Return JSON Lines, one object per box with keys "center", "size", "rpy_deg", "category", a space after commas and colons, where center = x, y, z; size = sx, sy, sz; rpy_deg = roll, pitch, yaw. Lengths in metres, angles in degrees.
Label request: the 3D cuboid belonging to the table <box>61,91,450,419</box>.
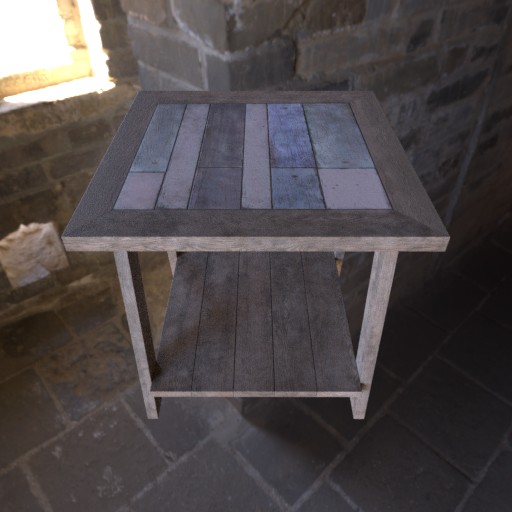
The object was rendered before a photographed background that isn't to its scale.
{"center": [0.000, 0.000, 1.123], "size": [0.610, 0.610, 0.610], "rpy_deg": [0, 41, 0], "category": "table"}
